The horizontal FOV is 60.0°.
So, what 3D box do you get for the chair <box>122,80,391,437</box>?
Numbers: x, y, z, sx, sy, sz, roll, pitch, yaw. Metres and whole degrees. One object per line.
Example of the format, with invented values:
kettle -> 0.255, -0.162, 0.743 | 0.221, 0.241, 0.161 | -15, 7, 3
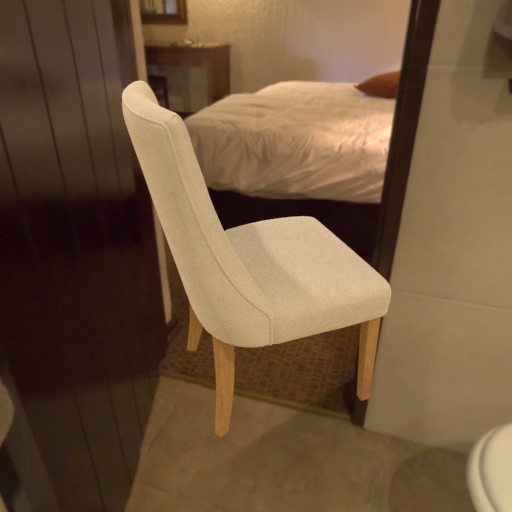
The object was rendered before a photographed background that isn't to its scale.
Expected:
chair -> 0.000, 0.000, 1.255 | 0.610, 0.902, 0.495 | -10, 31, -17
